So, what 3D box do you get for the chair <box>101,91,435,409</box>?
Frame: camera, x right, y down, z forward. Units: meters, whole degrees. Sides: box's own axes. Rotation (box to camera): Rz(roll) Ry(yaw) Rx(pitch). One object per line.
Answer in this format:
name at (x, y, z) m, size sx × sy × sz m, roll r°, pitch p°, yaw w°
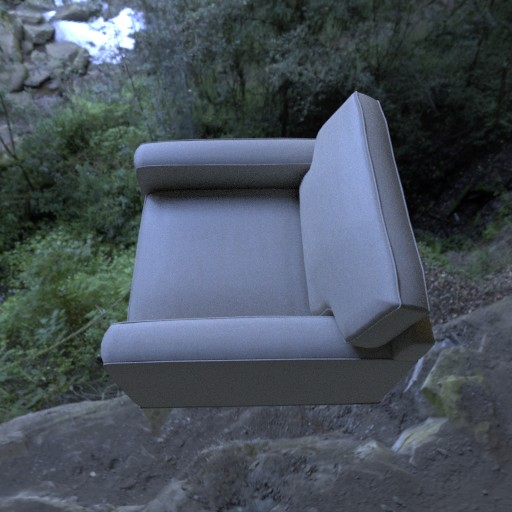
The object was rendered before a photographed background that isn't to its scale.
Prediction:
chair at (0.000, 0.000, 1.793) m, size 1.043 × 0.913 × 0.998 m, roll -1°, pitch 58°, yaw -1°
